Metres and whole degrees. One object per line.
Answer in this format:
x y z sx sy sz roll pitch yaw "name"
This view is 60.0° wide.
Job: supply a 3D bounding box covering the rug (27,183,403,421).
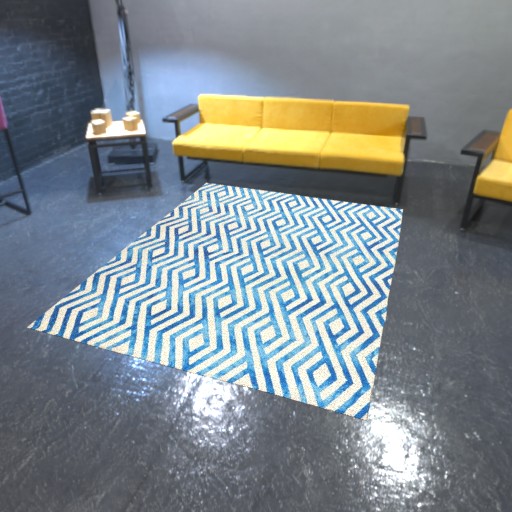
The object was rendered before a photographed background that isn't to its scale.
0.000 0.000 4.111 2.453 0.008 3.059 10 32 17 "rug"
